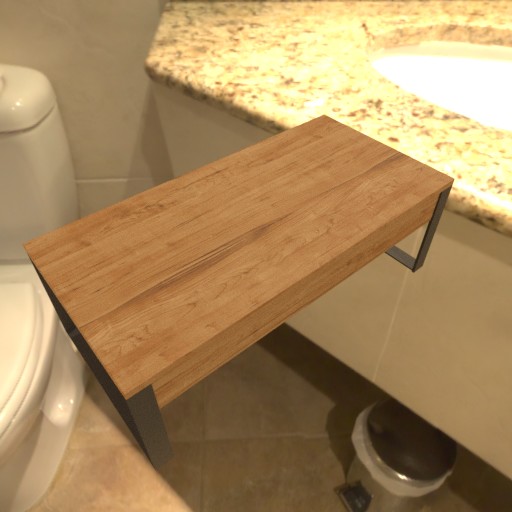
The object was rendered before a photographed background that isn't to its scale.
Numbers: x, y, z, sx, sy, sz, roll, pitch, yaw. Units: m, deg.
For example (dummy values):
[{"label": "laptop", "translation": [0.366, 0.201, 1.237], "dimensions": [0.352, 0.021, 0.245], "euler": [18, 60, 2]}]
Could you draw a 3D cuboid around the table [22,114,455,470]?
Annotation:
[{"label": "table", "translation": [0.000, 0.000, 1.458], "dimensions": [1.180, 0.400, 0.590], "euler": [-30, 52, -27]}]
